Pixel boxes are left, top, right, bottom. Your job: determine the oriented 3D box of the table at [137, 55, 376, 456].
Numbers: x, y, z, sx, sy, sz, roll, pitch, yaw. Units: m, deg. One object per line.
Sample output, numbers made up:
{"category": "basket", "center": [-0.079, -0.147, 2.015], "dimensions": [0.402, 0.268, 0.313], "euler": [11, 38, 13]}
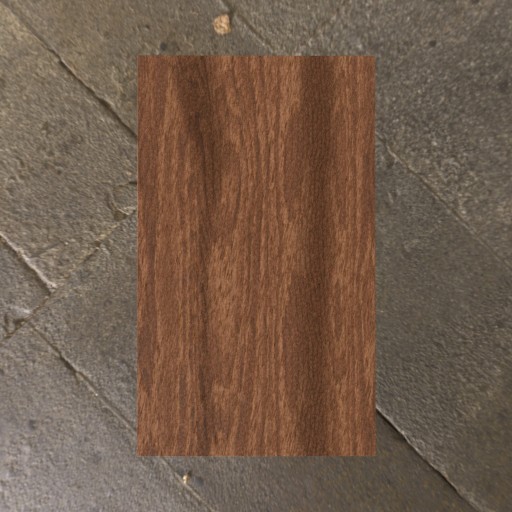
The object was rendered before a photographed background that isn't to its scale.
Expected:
{"category": "table", "center": [0.000, 0.000, 1.853], "dimensions": [0.801, 0.724, 1.349], "euler": [0, 90, 0]}
